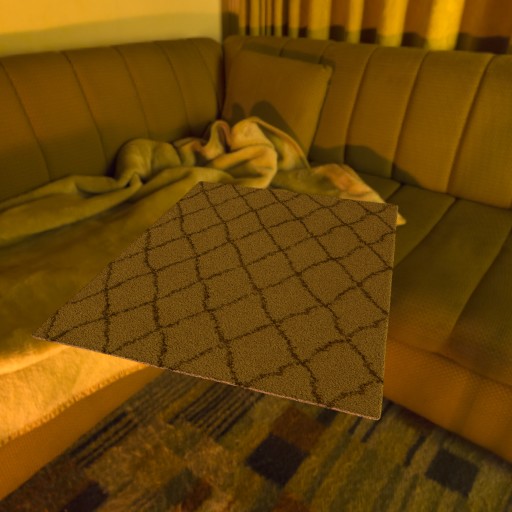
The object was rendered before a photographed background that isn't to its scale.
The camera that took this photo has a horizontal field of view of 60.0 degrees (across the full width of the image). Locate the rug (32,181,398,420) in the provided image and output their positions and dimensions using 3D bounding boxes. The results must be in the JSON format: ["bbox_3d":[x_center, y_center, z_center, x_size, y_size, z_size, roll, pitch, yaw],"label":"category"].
[{"bbox_3d":[0.000,0.000,4.097,2.438,0.029,3.047,9,33,15],"label":"rug"}]
